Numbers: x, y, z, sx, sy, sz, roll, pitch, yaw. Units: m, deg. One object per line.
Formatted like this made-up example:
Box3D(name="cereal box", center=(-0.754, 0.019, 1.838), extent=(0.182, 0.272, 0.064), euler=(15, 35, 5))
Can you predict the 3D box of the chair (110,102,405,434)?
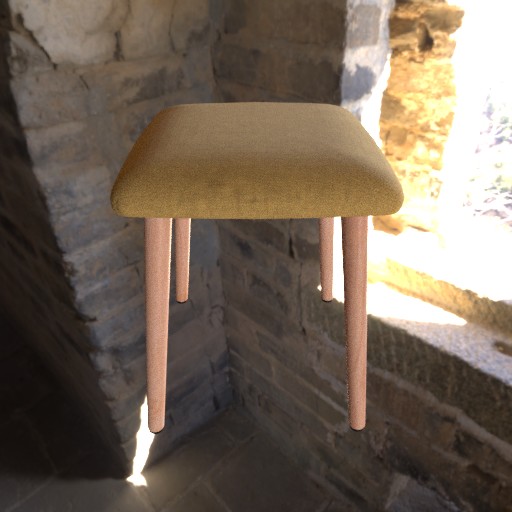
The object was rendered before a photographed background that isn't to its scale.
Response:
Box3D(name="chair", center=(0.000, 0.000, 0.723), extent=(0.350, 0.440, 0.350), euler=(0, 33, -1))
